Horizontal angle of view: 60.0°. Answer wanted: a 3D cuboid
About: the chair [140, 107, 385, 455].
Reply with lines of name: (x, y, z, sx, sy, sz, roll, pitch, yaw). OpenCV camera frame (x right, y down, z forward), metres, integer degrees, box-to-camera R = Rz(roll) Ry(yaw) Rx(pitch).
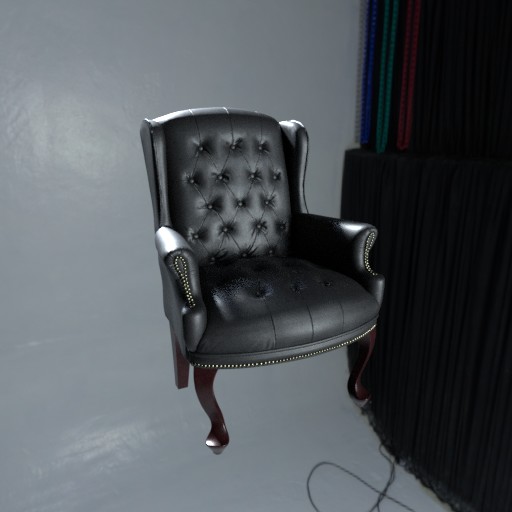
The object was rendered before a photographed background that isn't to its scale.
chair: (0.000, 0.000, 1.729, 0.831, 1.133, 0.822, -7, 17, -25)
